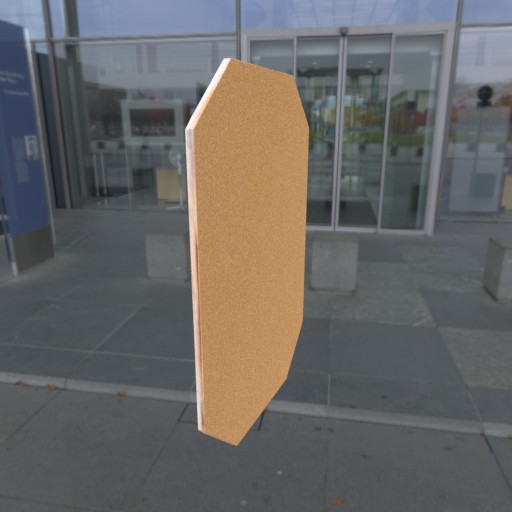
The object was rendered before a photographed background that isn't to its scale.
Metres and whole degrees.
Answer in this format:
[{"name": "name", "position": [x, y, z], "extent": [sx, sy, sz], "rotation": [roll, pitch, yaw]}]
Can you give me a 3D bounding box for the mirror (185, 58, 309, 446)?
[{"name": "mirror", "position": [0.000, 0.000, 1.295], "extent": [0.061, 1.015, 0.709], "rotation": [8, 18, 24]}]
